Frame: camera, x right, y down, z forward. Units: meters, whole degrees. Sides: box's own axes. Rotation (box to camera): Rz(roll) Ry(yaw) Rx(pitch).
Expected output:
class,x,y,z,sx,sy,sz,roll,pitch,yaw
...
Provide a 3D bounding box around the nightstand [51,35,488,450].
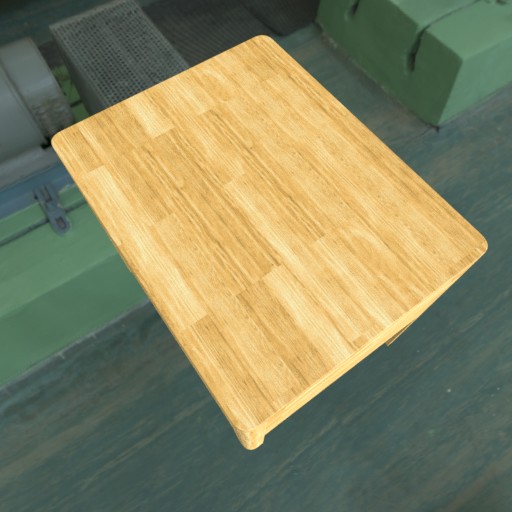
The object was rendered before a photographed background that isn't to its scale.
class,x,y,z,sx,sy,sz,roll,pitch,yaw
nightstand,0.000,0.000,0.891,0.440,0.470,0.560,-33,68,-15
